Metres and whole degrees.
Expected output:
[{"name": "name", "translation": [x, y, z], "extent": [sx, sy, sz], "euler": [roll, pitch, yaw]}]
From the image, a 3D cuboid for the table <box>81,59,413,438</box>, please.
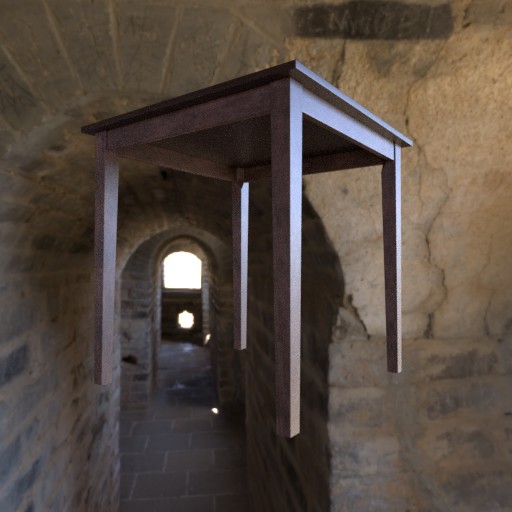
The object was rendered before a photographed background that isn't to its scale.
[{"name": "table", "translation": [0.000, 0.000, 1.399], "extent": [0.749, 0.770, 0.749], "euler": [-1, -1, 36]}]
